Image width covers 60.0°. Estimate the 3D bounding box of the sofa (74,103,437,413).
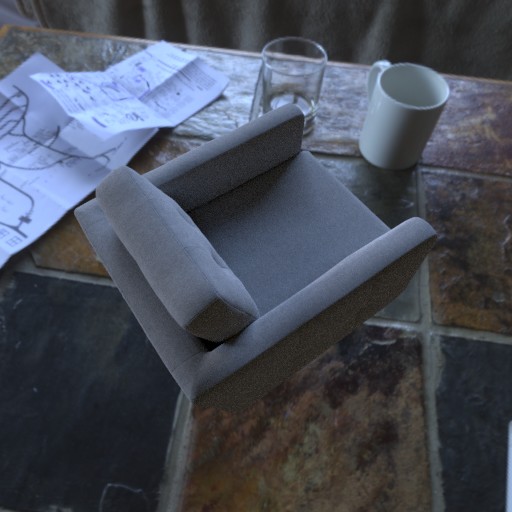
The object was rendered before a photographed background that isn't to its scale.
[{"bbox_3d":[0.000,0.000,1.571,0.920,0.860,0.770,-31,64,-18],"label":"sofa"}]
